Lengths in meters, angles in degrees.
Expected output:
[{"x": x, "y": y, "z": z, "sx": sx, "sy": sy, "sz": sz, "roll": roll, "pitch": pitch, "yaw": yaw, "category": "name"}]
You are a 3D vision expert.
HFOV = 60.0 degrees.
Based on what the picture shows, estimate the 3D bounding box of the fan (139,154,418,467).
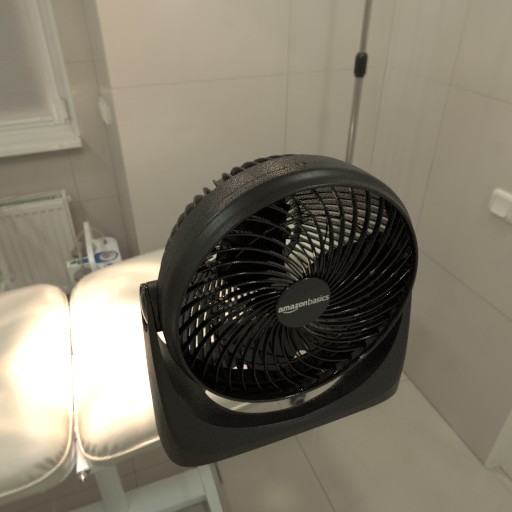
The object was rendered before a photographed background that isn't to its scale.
[{"x": 0.000, "y": 0.000, "z": 0.476, "sx": 0.273, "sy": 0.277, "sz": 0.256, "roll": -12, "pitch": 35, "yaw": -18, "category": "fan"}]
